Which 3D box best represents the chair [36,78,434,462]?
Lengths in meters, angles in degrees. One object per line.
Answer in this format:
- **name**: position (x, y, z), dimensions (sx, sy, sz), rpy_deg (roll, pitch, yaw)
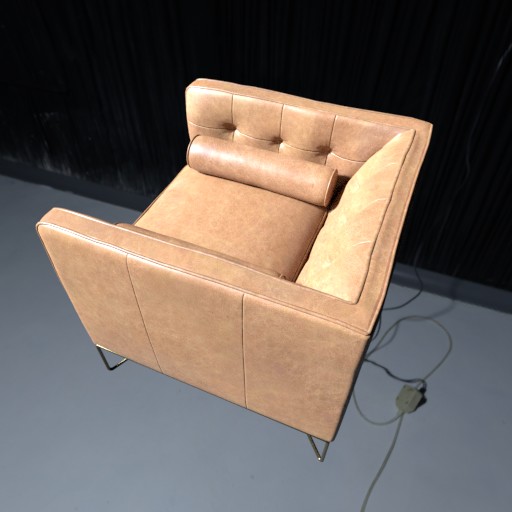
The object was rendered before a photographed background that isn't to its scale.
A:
- **chair**: position (0.000, 0.000, 1.585), dimensions (0.912, 0.797, 0.920), rpy_deg (18, 50, 15)
